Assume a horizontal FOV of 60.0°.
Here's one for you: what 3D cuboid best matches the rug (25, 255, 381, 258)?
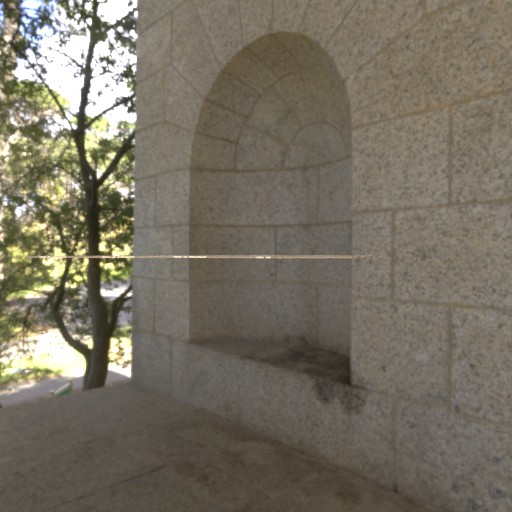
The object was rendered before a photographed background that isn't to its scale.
[{"bbox_3d":[0.000,0.000,2.195,1.142,0.010,1.748,0,0,18],"label":"rug"}]
